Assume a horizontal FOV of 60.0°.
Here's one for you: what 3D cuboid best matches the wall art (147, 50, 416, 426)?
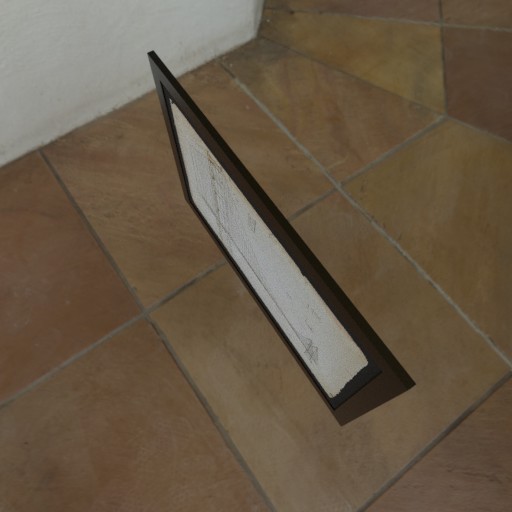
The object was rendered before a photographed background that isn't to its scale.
[{"bbox_3d":[0.000,0.000,0.831,0.013,0.447,0.660,-30,68,-14],"label":"wall art"}]
